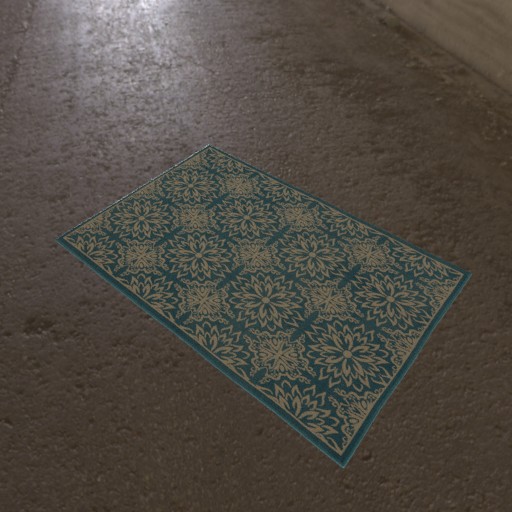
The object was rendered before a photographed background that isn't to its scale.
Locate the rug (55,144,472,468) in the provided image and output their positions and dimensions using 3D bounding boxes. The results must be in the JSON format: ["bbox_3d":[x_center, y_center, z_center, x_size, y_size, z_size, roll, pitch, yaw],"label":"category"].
[{"bbox_3d":[0.000,0.000,2.320,1.833,0.012,1.211,31,54,26],"label":"rug"}]
